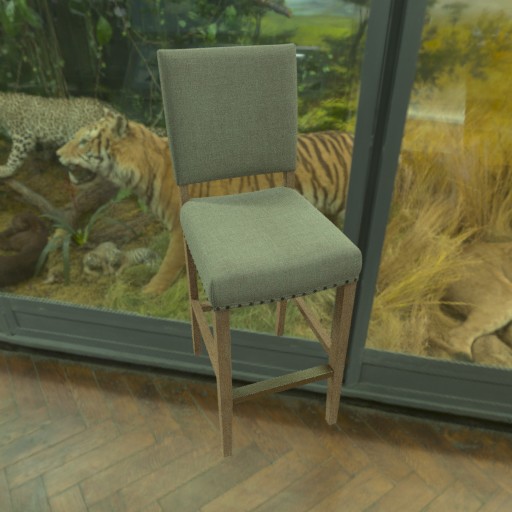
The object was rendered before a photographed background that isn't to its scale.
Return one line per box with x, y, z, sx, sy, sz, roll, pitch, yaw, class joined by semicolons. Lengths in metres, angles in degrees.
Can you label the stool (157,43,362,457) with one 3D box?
0.000;0.000;1.466;0.445;1.203;0.585;-10;34;-16;stool
